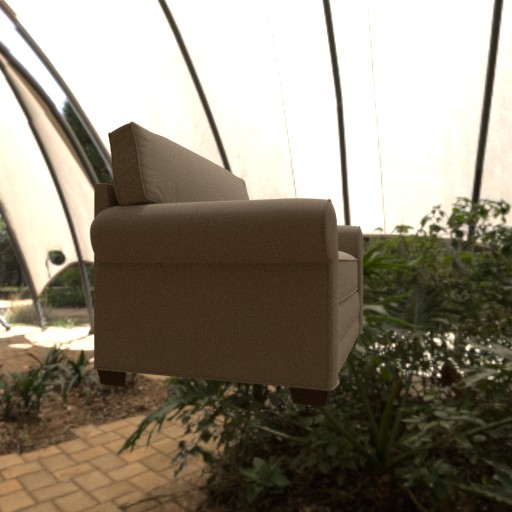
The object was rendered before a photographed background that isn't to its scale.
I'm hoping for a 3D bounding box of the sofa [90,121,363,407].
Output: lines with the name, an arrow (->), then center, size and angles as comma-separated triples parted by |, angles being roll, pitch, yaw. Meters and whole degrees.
sofa -> 0.000, 0.000, 2.163 | 0.937, 1.006, 1.405 | 0, -1, 18
